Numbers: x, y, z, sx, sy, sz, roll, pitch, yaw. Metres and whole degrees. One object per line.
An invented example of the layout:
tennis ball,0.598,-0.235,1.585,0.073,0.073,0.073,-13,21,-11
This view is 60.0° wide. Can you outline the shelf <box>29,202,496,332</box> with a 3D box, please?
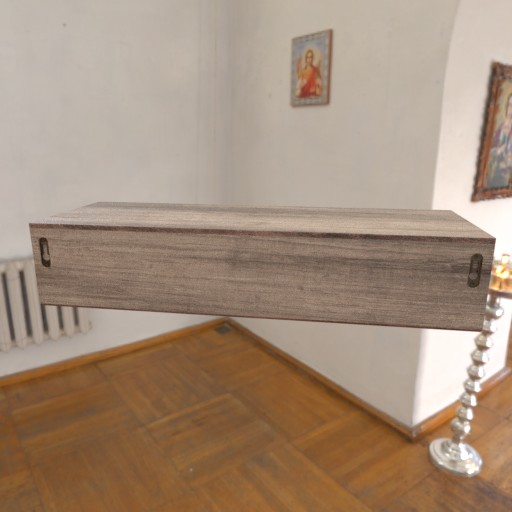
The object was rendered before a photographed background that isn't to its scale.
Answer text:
shelf,0.000,0.000,0.684,0.610,0.125,0.200,2,16,8
